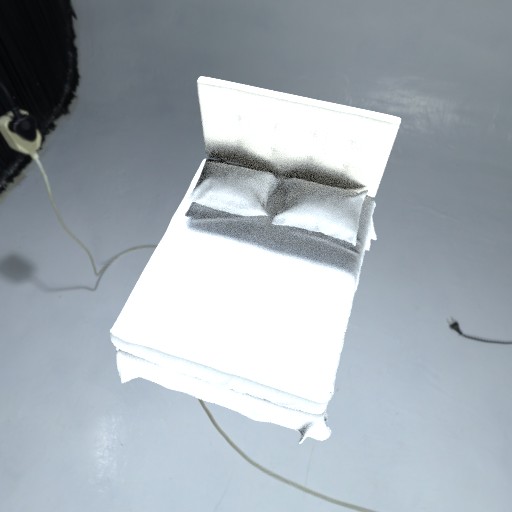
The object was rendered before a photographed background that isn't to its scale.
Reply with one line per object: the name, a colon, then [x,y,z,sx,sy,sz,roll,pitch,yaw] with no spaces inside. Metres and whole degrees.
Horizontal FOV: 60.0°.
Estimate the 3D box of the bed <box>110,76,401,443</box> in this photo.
bed: [0.000,0.000,3.566,1.936,1.577,2.222,15,58,10]
